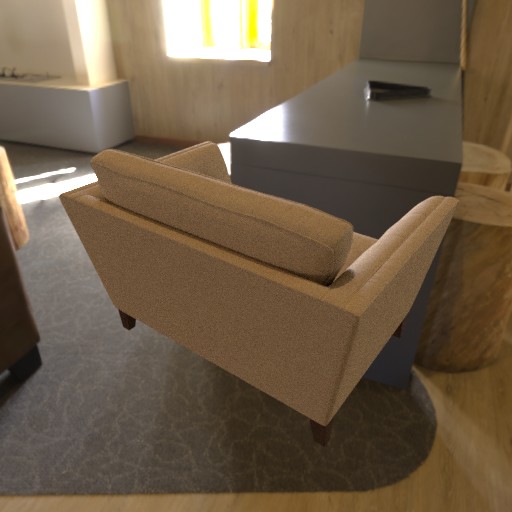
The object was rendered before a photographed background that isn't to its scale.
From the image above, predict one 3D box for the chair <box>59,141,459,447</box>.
[{"bbox_3d":[0.000,0.000,2.012,1.397,0.940,0.965,21,37,31],"label":"chair"}]
